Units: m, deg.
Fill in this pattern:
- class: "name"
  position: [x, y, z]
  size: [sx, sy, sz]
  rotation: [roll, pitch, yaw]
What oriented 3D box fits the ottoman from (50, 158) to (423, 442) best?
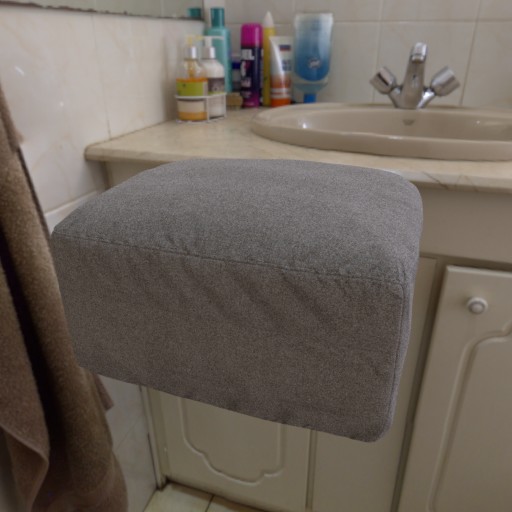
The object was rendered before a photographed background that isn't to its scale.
- class: "ottoman"
  position: [0.000, 0.000, 1.220]
  size: [0.837, 0.481, 0.683]
  rotation: [9, 27, 18]
